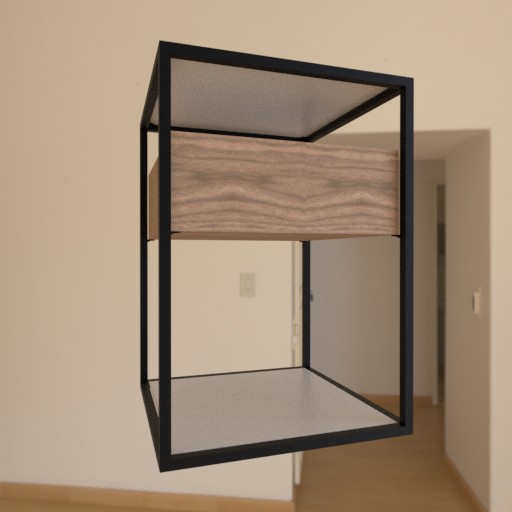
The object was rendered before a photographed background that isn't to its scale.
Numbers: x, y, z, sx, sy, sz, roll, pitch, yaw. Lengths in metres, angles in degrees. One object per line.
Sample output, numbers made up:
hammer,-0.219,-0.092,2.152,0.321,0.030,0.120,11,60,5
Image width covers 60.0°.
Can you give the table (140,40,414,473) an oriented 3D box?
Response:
table,0.000,0.000,0.791,0.378,0.540,0.378,0,0,-18
